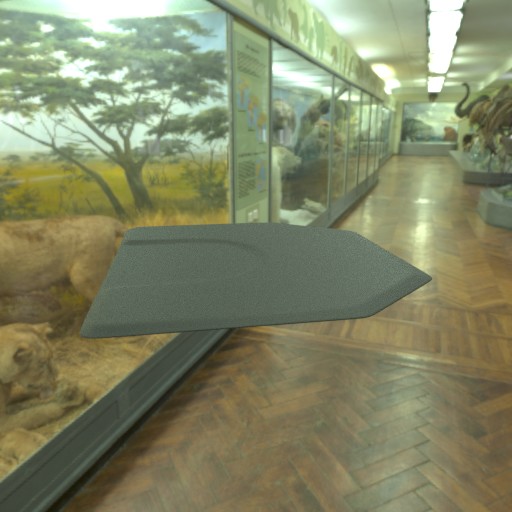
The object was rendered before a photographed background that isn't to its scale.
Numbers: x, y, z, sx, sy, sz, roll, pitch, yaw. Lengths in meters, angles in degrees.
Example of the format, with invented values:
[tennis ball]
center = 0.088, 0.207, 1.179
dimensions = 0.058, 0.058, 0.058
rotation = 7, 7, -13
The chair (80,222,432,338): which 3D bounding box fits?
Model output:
[chair]
center = 0.000, 0.000, 1.929
dimensions = 1.219, 0.024, 1.372
rotation = -3, 16, -10
